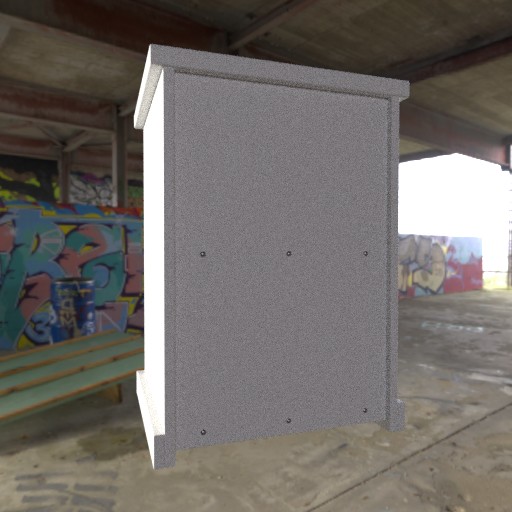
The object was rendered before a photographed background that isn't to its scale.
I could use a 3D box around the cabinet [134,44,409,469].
[{"bbox_3d":[0.000,0.000,1.034,0.520,0.723,0.431,0,1,-19],"label":"cabinet"}]
